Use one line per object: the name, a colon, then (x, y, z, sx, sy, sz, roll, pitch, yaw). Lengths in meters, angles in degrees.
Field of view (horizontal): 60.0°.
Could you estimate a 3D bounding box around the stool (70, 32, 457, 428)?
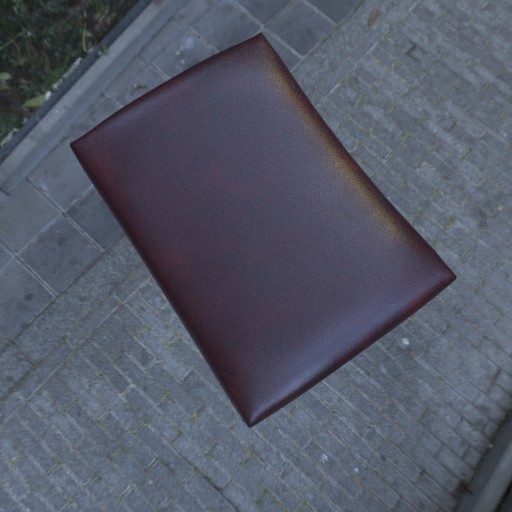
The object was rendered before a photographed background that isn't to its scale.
stool: (0.000, 0.000, 0.938, 0.372, 0.657, 0.504, -33, 79, -8)
